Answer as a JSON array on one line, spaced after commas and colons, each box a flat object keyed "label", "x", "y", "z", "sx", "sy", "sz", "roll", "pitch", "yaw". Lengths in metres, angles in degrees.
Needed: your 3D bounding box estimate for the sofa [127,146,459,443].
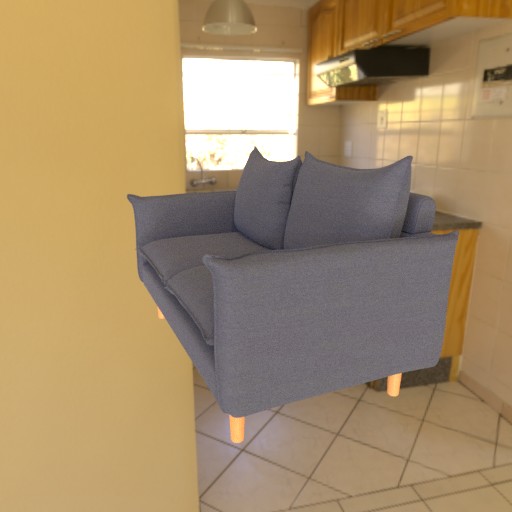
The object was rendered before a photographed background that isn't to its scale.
[{"label": "sofa", "x": 0.000, "y": 0.000, "z": 1.811, "sx": 0.820, "sy": 0.840, "sz": 1.300, "roll": -7, "pitch": 17, "yaw": -23}]
